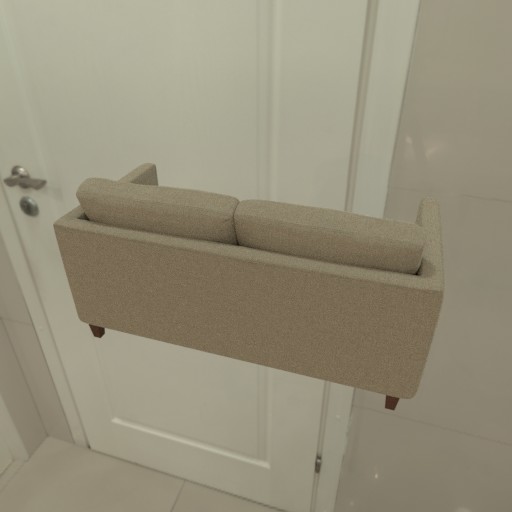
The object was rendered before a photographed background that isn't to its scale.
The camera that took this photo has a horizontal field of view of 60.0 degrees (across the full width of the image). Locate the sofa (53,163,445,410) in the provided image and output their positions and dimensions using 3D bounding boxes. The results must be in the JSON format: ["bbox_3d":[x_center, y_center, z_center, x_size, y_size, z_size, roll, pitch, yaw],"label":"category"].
[{"bbox_3d":[0.000,0.000,2.497,1.884,0.947,0.951,10,33,15],"label":"sofa"}]
